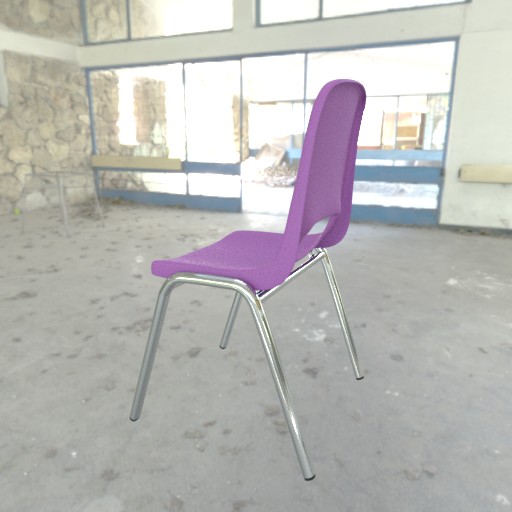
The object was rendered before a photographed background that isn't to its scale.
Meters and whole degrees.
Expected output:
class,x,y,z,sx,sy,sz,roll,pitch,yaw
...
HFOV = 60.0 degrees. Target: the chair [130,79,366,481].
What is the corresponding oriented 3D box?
class,x,y,z,sx,sy,sz,roll,pitch,yaw
chair,0.000,0.000,0.688,0.301,0.493,0.291,7,16,25
